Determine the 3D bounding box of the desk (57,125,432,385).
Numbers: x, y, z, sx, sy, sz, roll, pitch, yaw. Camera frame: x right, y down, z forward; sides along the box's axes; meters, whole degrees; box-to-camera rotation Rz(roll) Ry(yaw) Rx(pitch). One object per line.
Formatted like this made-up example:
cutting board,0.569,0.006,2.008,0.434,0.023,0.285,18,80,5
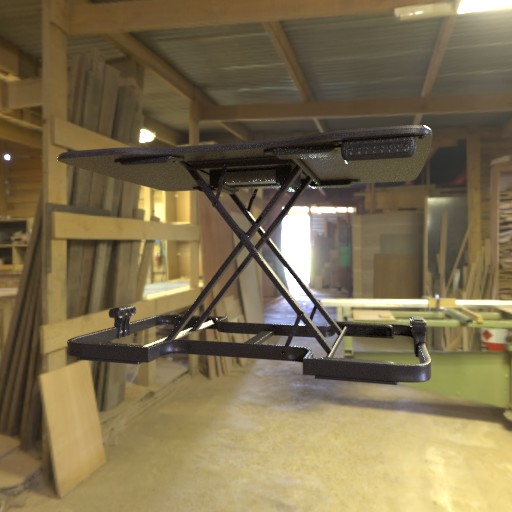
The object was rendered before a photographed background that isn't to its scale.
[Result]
desk,0.000,0.000,1.146,0.820,0.470,0.546,0,0,16
